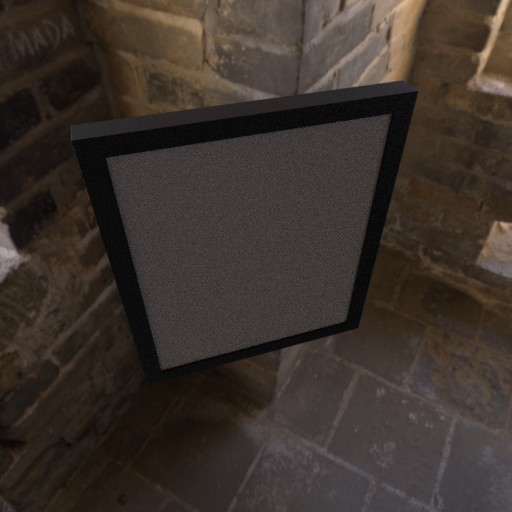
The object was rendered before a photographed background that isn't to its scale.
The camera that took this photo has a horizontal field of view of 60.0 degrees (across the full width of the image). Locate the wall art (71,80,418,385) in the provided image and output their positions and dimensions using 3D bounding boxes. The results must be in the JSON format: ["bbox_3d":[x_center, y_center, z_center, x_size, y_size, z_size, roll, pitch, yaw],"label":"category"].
[{"bbox_3d":[0.000,0.000,0.544,0.330,0.381,0.029,-12,44,-13],"label":"wall art"}]
